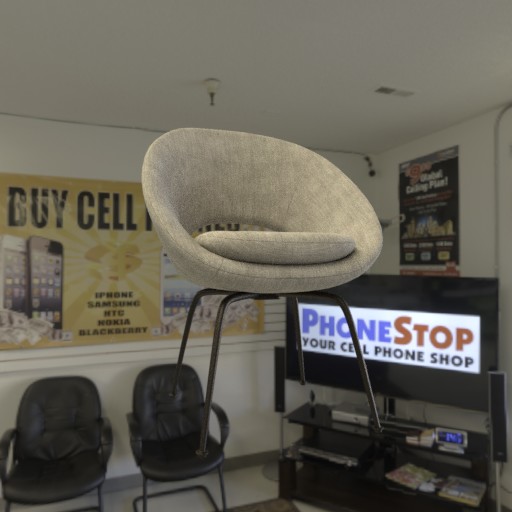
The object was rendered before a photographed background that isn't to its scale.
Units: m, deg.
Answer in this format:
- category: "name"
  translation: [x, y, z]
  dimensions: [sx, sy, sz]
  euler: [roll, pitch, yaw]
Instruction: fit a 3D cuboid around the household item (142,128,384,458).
- category: "household item"
  translation: [0.000, 0.000, 1.277]
  dimensions: [0.643, 0.869, 0.587]
  euler: [0, -1, -19]
